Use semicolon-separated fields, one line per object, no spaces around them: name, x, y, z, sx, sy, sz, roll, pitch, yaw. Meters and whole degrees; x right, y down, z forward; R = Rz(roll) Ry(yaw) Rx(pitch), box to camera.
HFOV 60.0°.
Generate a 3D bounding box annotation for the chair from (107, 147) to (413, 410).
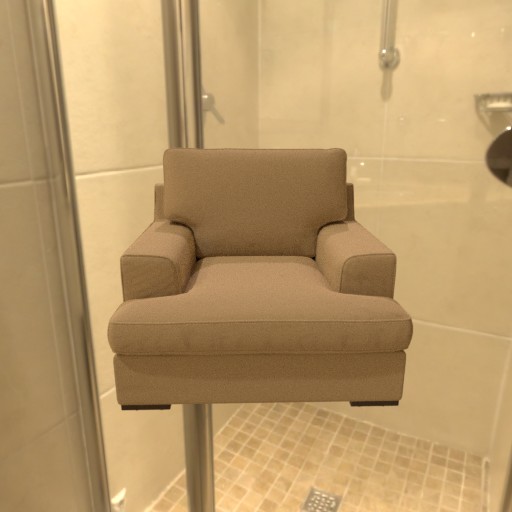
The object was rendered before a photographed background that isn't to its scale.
chair;0.000;0.000;2.172;1.293;1.005;1.274;-3;16;-9
